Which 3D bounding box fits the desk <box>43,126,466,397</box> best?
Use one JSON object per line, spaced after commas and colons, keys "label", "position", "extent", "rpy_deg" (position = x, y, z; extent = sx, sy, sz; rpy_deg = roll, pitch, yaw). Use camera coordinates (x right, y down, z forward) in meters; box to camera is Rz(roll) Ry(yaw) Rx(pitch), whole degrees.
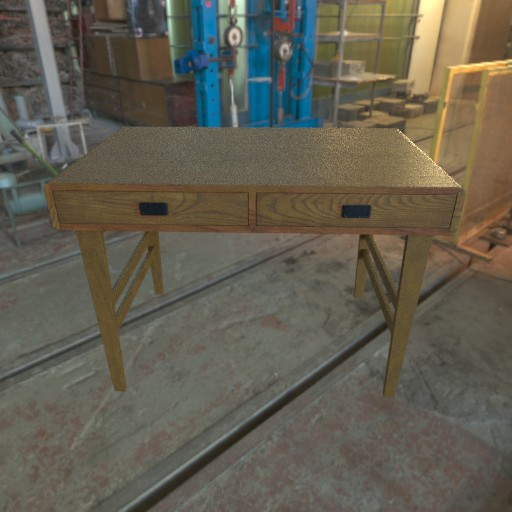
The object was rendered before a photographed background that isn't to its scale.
{"label": "desk", "position": [0.000, 0.000, 1.575], "extent": [1.066, 0.754, 0.660], "rpy_deg": [1, 28, 2]}
